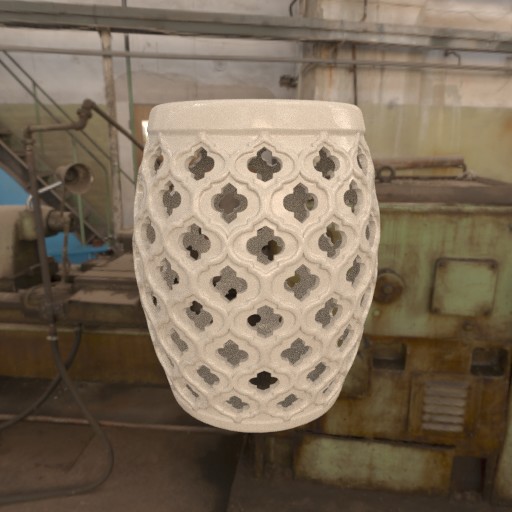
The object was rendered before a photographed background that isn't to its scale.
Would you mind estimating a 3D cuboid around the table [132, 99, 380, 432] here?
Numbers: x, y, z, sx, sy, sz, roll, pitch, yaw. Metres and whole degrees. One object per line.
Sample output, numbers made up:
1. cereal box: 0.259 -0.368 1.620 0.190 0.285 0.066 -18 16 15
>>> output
1. table: 0.000 0.000 0.609 0.325 0.388 0.325 0 15 0
